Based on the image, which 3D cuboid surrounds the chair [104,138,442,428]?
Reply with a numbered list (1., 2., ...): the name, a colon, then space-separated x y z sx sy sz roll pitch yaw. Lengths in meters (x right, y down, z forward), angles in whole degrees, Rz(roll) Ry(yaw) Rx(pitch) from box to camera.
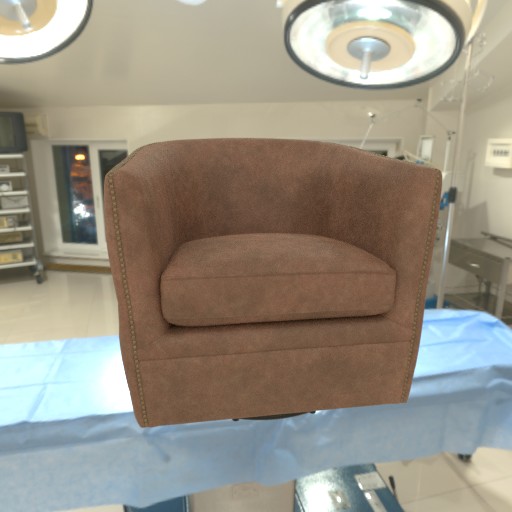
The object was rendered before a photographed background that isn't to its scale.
1. chair: 0.000 0.000 1.531 0.850 0.790 0.870 -2 15 -9
